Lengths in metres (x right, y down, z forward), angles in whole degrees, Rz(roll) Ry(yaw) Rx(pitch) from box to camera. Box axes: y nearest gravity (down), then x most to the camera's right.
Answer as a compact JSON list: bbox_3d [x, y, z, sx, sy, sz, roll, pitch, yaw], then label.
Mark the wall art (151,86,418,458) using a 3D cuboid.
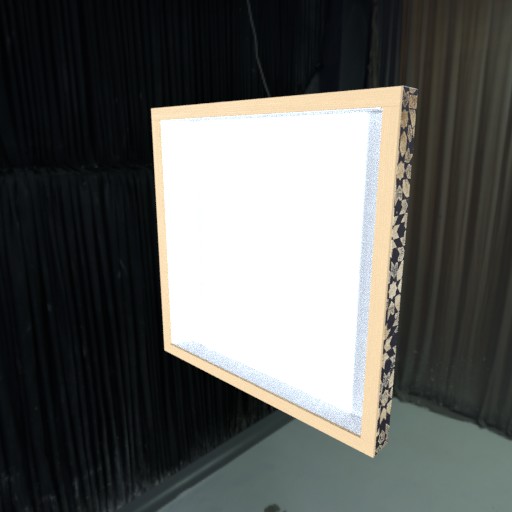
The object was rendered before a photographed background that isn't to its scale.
[{"bbox_3d":[0.000,0.000,0.609,0.405,0.405,0.038,13,19,41],"label":"wall art"}]
